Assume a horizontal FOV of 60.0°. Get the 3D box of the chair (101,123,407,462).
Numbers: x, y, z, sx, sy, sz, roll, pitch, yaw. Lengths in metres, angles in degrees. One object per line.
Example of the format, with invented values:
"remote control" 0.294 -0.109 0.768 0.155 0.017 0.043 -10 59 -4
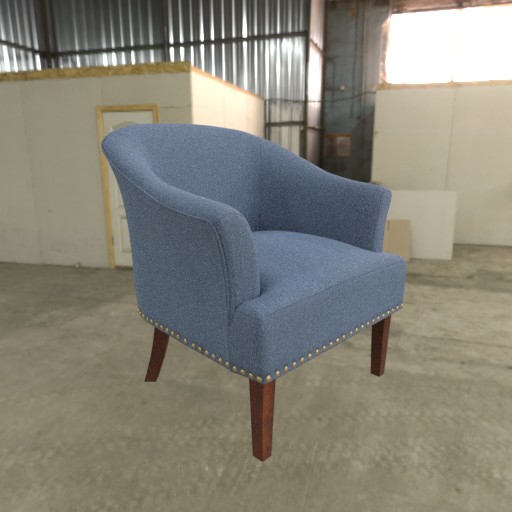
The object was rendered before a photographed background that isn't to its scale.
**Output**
"chair" 0.000 0.000 1.396 0.704 0.815 0.772 14 20 42
